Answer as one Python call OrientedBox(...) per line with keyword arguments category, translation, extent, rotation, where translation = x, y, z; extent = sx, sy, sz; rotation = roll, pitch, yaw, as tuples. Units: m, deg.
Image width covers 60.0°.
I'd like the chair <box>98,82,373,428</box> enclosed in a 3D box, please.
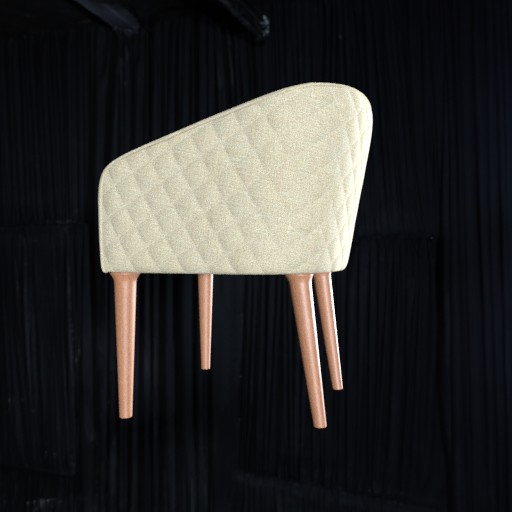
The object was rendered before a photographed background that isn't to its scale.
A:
OrientedBox(category="chair", translation=(0.000, 0.000, 1.215), extent=(0.616, 0.775, 0.584), rotation=(0, 1, 18))
